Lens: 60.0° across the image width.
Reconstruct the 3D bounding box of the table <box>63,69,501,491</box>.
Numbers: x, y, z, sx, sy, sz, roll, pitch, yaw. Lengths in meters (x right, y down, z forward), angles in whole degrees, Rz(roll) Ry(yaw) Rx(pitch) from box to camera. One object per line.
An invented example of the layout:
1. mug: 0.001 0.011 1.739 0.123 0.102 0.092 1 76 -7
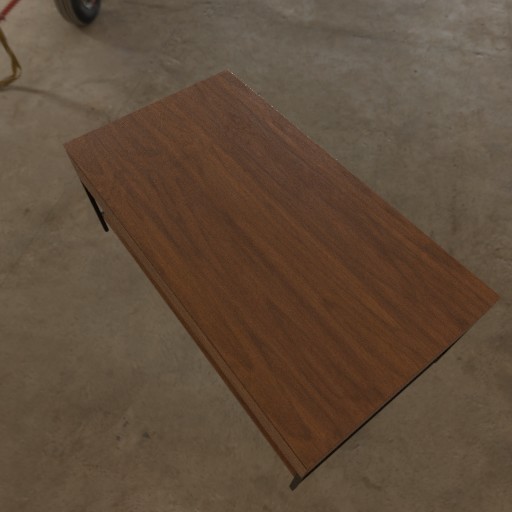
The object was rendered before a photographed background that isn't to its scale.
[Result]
1. table: 0.000 0.000 1.299 0.574 0.414 1.057 -33 63 -19
